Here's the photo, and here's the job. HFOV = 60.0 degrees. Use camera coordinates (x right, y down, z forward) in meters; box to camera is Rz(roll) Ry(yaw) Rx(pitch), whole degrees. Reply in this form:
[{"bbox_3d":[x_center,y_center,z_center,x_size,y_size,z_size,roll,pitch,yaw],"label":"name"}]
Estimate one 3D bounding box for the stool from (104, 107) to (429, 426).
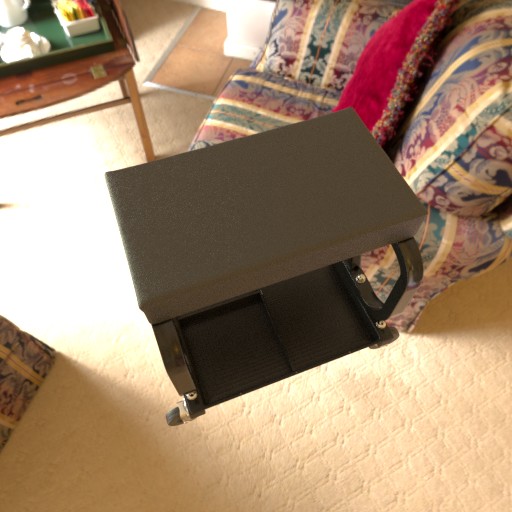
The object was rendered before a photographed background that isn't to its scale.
[{"bbox_3d":[0.000,0.000,0.736,0.446,0.380,0.371,-18,60,-11],"label":"stool"}]
